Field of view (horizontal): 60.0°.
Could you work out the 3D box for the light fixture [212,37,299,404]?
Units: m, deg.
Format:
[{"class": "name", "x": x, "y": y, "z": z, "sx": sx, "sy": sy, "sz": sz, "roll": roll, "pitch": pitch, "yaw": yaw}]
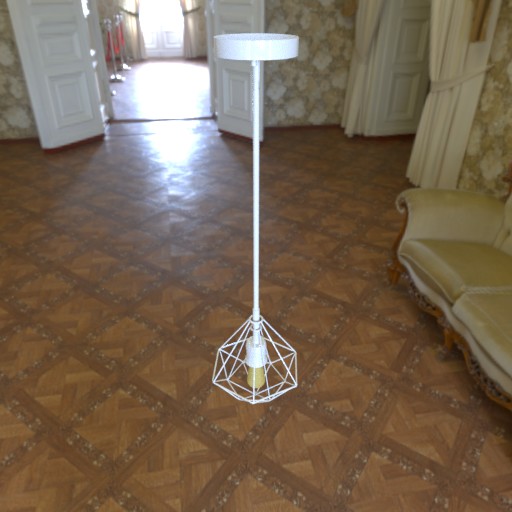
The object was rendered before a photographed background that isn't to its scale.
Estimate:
[{"class": "light fixture", "x": 0.000, "y": 0.000, "z": 1.984, "sx": 0.487, "sy": 1.764, "sz": 0.431, "roll": 18, "pitch": 35, "yaw": 28}]
